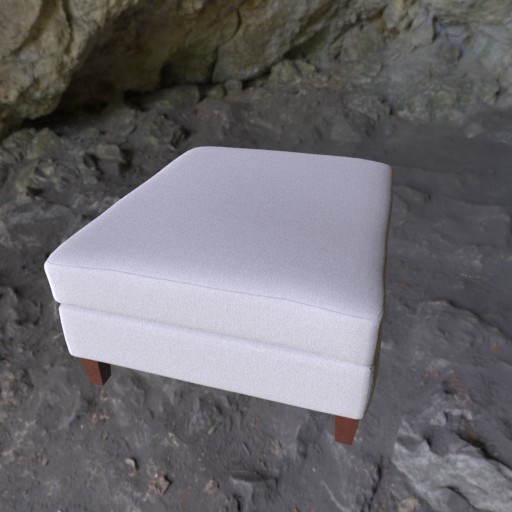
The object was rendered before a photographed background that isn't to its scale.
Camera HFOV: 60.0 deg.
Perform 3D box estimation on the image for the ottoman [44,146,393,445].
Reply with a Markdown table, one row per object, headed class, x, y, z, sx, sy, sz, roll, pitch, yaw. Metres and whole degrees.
| class | x | y | z | sx | sy | sz | roll | pitch | yaw |
| --- | --- | --- | --- | --- | --- | --- | --- | --- | --- |
| ottoman | 0.000 | 0.000 | 1.471 | 0.836 | 0.492 | 0.976 | 8 | 32 | 14 |
